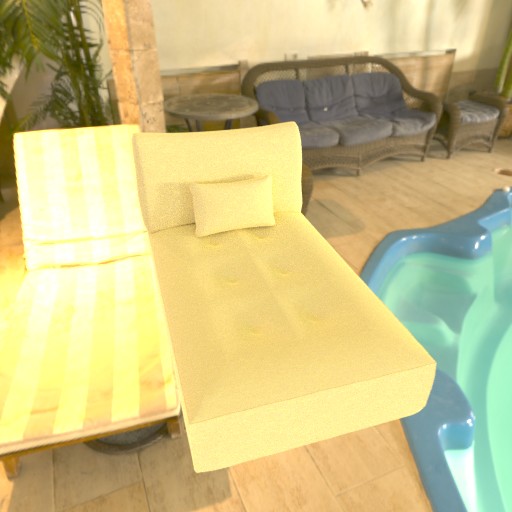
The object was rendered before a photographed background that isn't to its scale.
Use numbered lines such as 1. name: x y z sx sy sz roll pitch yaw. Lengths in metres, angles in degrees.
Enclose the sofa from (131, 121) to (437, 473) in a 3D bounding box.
1. sofa: 0.000 0.000 2.009 0.930 0.820 1.450 -9 32 -15
